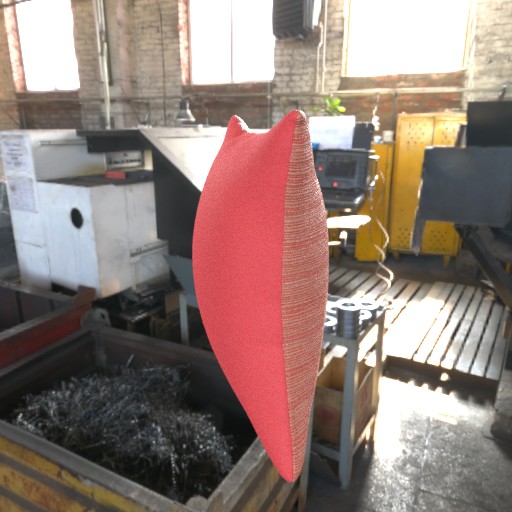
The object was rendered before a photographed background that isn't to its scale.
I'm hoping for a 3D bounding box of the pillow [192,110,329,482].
[{"bbox_3d":[0.000,0.000,0.808,0.229,0.501,0.559,-3,17,-10],"label":"pillow"}]
